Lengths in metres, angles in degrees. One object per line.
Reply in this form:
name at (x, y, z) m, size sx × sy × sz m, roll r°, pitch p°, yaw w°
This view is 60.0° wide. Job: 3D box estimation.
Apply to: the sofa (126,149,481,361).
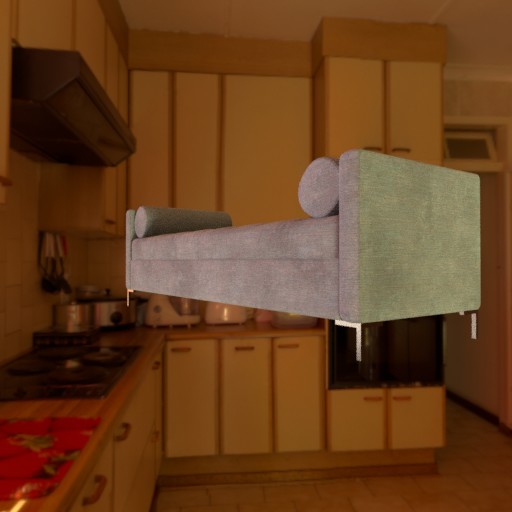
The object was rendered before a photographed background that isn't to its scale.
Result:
sofa at (0.000, 0.000, 2.280) m, size 0.686 × 0.635 × 1.981 m, roll 0°, pitch -1°, yaw -35°
